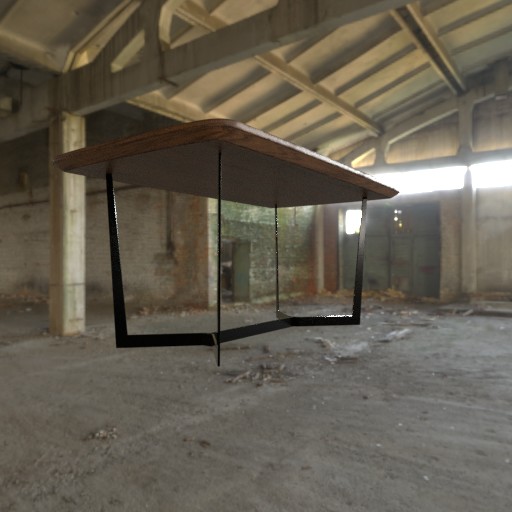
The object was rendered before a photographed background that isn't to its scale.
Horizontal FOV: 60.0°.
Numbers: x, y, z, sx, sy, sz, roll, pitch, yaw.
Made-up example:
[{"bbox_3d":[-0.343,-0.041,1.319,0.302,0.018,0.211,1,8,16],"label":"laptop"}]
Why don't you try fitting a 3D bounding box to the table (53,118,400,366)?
[{"bbox_3d":[0.000,0.000,2.152,0.949,0.765,1.643,0,-1,36],"label":"table"}]
